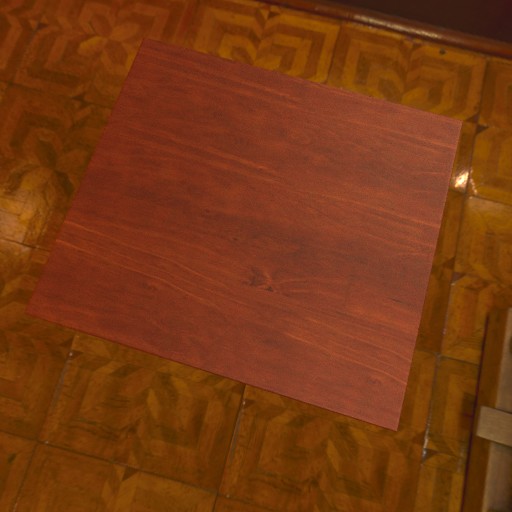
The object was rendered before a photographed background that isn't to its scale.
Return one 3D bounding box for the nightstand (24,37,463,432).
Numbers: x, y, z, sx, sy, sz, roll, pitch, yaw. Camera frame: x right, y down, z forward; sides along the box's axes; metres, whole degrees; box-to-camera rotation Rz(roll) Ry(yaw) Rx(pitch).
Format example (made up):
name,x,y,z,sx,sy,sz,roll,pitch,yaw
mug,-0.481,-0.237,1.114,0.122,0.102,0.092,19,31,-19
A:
name,x,y,z,sx,sy,sz,roll,pitch,yaw
nightstand,0.000,0.000,0.956,0.558,0.558,0.501,16,76,4
